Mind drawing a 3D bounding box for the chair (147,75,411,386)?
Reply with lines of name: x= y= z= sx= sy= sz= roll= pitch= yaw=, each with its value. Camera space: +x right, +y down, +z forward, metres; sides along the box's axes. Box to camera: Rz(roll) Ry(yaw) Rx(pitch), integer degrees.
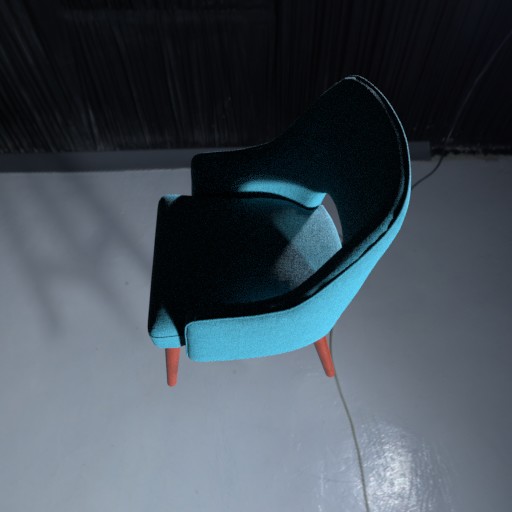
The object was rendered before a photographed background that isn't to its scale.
chair: x=0.000 y=0.000 z=1.217 sx=0.605 sy=0.849 sz=0.548 roll=-2 pitch=58 yaw=-2
